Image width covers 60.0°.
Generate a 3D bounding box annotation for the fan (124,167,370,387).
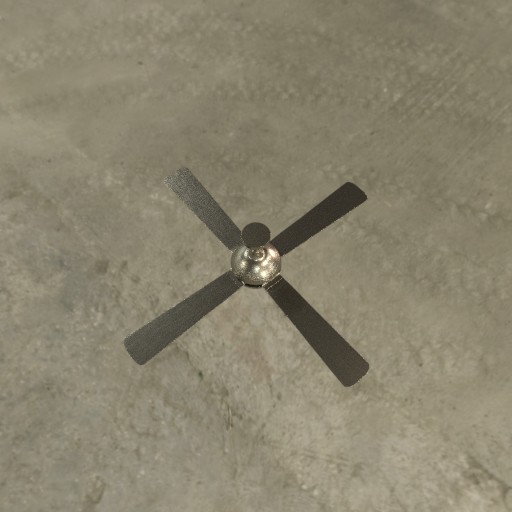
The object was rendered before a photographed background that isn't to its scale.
[{"bbox_3d":[0.000,0.000,2.021,1.321,0.381,1.321,-16,63,-8],"label":"fan"}]
